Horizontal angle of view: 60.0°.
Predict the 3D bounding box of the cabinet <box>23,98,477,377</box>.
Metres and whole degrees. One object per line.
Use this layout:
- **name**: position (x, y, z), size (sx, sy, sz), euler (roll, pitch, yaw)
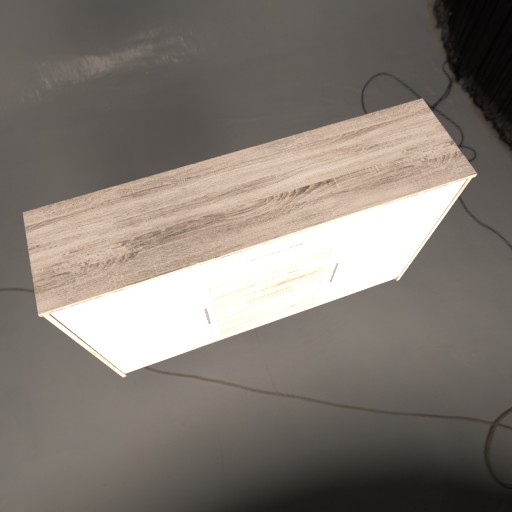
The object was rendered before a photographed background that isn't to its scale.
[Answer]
- **cabinet**: position (0.000, 0.000, 1.850), size (1.450, 0.900, 0.380), euler (-18, 65, -9)
